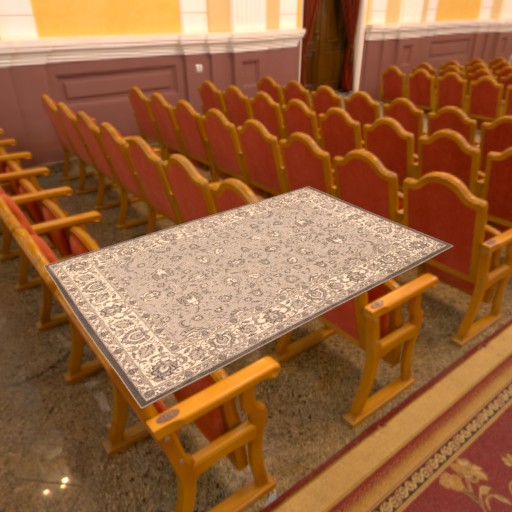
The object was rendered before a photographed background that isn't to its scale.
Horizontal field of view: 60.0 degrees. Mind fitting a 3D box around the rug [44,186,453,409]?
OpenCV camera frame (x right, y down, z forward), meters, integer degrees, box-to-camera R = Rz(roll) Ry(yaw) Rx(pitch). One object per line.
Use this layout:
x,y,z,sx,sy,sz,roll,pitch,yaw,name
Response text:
0.000,0.000,3.082,2.438,0.011,1.524,-21,36,-32,rug
